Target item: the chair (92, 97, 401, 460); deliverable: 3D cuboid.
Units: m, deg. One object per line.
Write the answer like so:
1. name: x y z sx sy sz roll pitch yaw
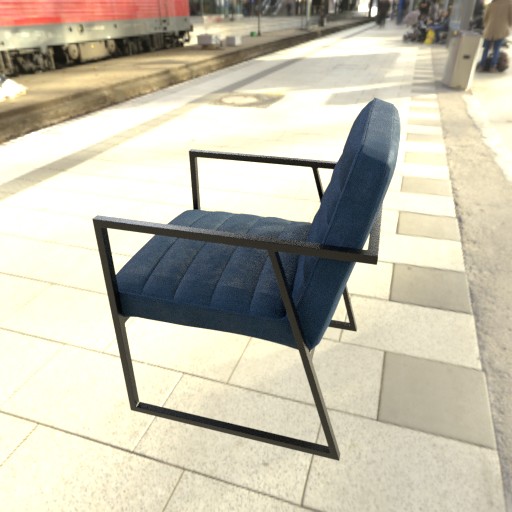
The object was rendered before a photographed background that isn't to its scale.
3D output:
1. chair: 0.000 0.000 1.269 0.677 0.833 0.571 8 31 14
